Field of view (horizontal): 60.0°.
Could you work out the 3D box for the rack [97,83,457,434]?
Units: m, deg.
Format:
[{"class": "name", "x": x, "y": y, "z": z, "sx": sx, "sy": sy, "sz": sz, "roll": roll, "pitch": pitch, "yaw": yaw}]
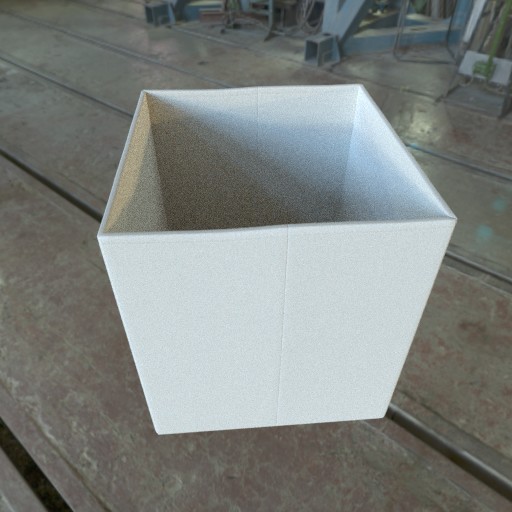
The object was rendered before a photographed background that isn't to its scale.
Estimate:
[{"class": "rack", "x": 0.000, "y": 0.000, "z": 0.496, "sx": 0.270, "sy": 0.280, "sz": 0.270, "roll": -3, "pitch": 41, "yaw": -3}]
